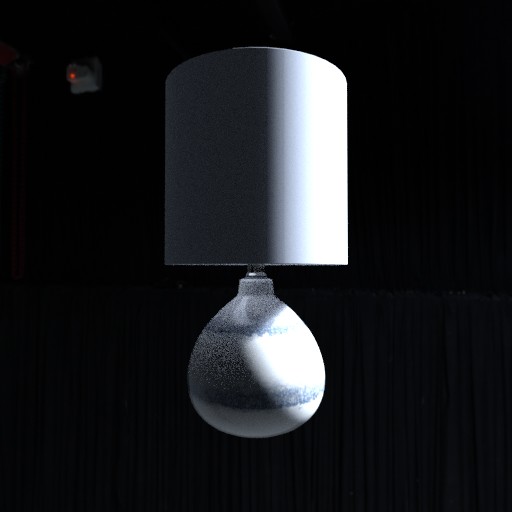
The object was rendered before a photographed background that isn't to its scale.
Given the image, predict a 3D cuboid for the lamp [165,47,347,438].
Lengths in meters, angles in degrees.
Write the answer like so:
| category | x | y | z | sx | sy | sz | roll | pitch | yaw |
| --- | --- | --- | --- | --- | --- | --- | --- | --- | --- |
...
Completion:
| category | x | y | z | sx | sy | sz | roll | pitch | yaw |
| --- | --- | --- | --- | --- | --- | --- | --- | --- | --- |
| lamp | 0.000 | 0.000 | 0.537 | 0.216 | 0.404 | 0.216 | 0 | -1 | 18 |
